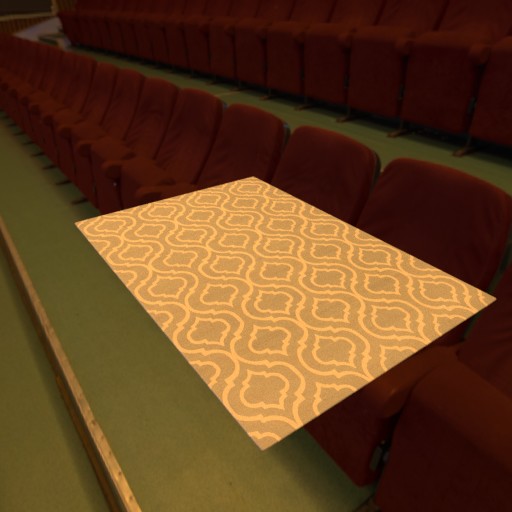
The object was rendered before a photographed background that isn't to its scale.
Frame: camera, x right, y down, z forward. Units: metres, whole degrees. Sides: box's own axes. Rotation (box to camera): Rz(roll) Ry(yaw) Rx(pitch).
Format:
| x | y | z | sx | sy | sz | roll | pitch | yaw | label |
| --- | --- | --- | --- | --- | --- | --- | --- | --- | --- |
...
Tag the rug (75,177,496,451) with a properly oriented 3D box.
| x | y | z | sx | sy | sz | roll | pitch | yaw | label |
| --- | --- | --- | --- | --- | --- | --- | --- | --- | --- |
| 0.000 | 0.000 | 2.560 | 1.451 | 0.010 | 2.080 | -20 | 36 | -30 | rug |
